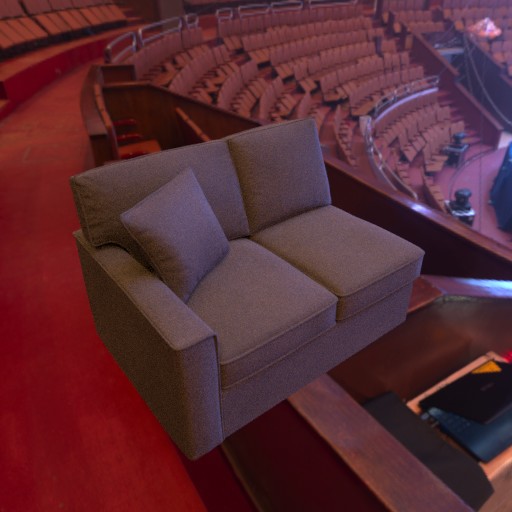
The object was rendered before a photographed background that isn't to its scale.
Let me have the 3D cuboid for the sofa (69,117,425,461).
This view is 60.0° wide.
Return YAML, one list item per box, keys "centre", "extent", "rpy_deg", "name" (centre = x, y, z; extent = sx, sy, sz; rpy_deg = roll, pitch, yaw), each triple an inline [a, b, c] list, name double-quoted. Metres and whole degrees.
- centre: [0.000, 0.000, 2.122]
  extent: [1.388, 0.989, 0.991]
  rpy_deg: [-22, 38, -32]
  name: "sofa"
